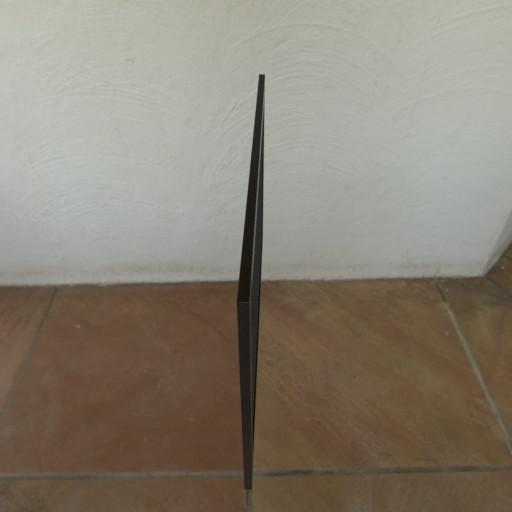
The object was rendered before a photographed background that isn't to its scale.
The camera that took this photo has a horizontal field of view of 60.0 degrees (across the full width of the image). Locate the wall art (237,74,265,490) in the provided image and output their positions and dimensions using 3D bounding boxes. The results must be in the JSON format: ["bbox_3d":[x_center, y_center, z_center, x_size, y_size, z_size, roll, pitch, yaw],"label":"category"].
[{"bbox_3d":[0.000,0.000,0.834,0.013,0.447,0.660,1,41,2],"label":"wall art"}]
